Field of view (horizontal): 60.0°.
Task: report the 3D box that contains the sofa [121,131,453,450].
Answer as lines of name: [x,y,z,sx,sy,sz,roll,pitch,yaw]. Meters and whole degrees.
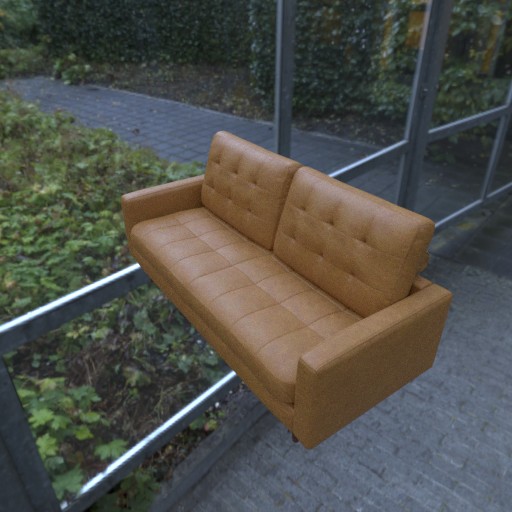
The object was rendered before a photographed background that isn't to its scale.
sofa: [0.000,0.000,2.353,0.850,0.898,1.821,-20,37,-30]
